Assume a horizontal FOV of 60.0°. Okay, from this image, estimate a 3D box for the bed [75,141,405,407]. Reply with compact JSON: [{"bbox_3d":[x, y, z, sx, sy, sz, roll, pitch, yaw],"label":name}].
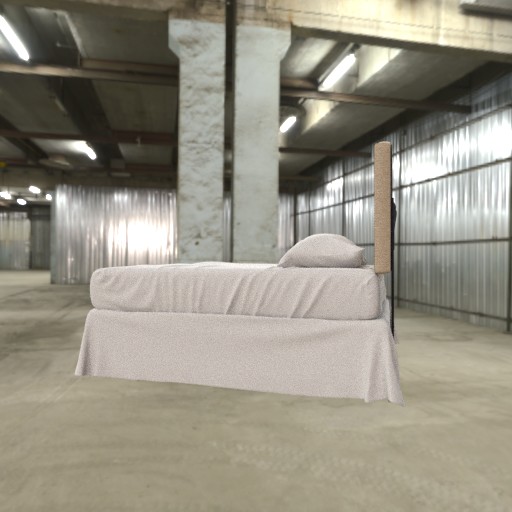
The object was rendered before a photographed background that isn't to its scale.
[{"bbox_3d":[0.000,0.000,3.547,2.221,1.645,1.876,0,0,17],"label":"bed"}]
